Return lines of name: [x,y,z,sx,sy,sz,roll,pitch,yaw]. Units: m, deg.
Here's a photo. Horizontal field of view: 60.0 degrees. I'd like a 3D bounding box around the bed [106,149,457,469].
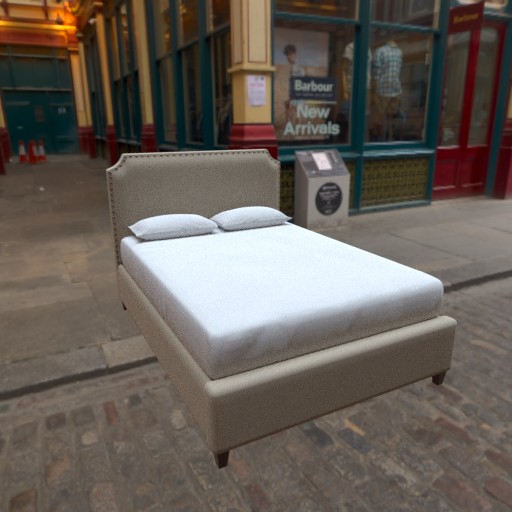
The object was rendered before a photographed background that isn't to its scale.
bed: [0.000,0.000,3.357,1.703,1.415,2.329,-9,19,-27]
